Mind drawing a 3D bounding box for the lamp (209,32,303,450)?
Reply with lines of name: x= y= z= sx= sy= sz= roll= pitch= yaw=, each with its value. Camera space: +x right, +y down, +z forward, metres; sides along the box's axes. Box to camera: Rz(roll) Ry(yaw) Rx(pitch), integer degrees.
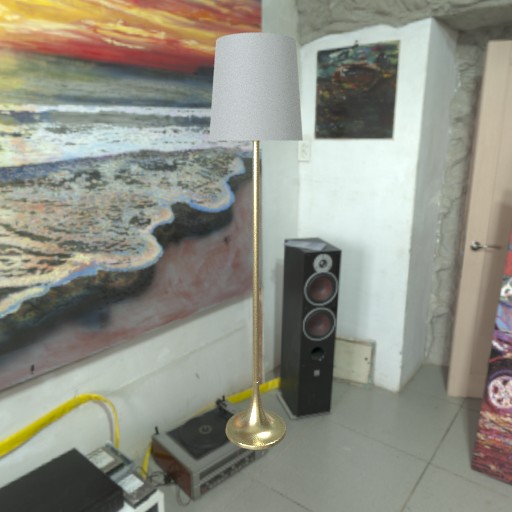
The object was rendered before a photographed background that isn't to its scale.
lamp: x=0.000 y=0.000 z=1.715 sx=0.337 sy=1.543 sz=0.337 roll=0 pitch=15 yaw=0
